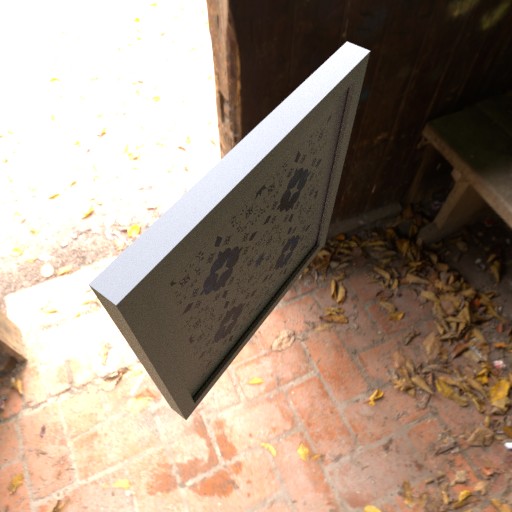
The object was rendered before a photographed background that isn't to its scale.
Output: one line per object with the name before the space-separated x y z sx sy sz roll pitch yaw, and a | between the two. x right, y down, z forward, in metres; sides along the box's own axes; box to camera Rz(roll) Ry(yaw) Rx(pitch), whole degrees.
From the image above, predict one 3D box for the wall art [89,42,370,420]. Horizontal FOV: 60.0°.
wall art | 0.000 0.000 0.529 0.027 0.355 0.355 32 63 18
